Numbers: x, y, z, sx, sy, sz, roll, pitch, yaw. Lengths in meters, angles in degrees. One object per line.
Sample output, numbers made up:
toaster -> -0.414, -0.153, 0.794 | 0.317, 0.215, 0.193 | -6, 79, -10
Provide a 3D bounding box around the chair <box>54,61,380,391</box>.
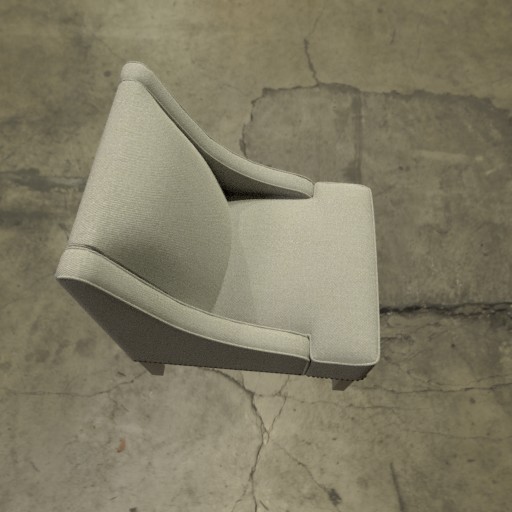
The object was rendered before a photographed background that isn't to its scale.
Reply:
chair -> 0.000, 0.000, 1.357 | 0.748, 0.872, 0.628 | 4, 62, 2
